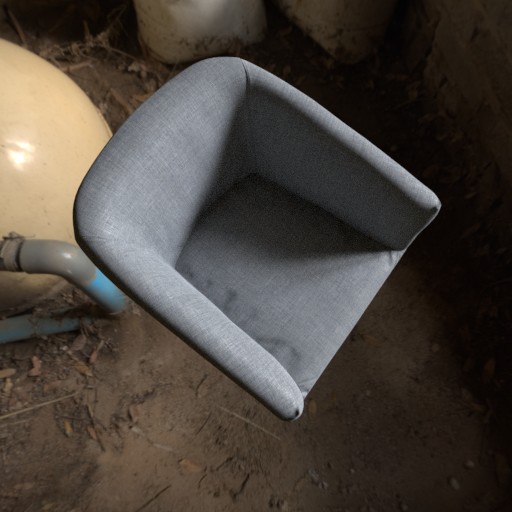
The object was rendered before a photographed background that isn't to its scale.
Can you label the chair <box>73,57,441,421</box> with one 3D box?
[{"bbox_3d":[0.000,0.000,1.242,0.668,0.771,0.600,36,77,9],"label":"chair"}]
